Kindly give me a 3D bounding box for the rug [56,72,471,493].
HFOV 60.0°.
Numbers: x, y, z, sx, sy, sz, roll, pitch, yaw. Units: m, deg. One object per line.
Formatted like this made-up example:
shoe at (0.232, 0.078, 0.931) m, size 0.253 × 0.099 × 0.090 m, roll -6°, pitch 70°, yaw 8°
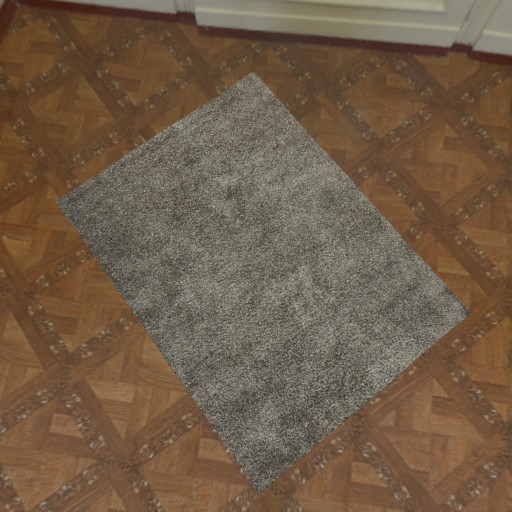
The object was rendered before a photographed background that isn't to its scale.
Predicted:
rug at (0.000, 0.000, 2.060) m, size 1.198 × 0.025 × 1.601 m, roll -37°, pitch 78°, yaw -9°
